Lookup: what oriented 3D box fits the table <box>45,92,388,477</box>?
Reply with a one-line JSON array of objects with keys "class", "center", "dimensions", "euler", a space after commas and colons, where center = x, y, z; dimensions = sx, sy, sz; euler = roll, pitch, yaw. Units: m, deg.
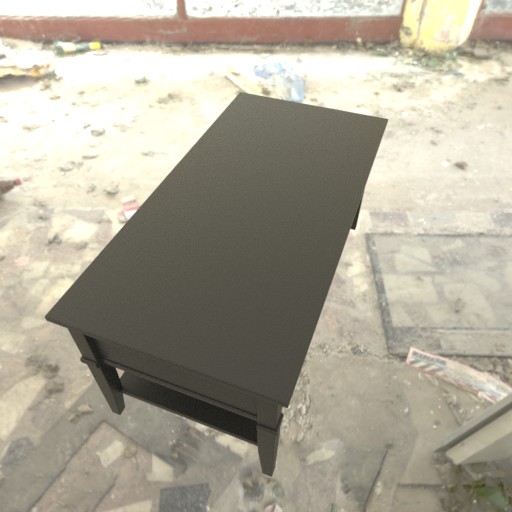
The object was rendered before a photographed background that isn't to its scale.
[{"class": "table", "center": [0.000, 0.000, 1.343], "dimensions": [0.523, 0.470, 1.044], "euler": [16, 48, 14]}]
